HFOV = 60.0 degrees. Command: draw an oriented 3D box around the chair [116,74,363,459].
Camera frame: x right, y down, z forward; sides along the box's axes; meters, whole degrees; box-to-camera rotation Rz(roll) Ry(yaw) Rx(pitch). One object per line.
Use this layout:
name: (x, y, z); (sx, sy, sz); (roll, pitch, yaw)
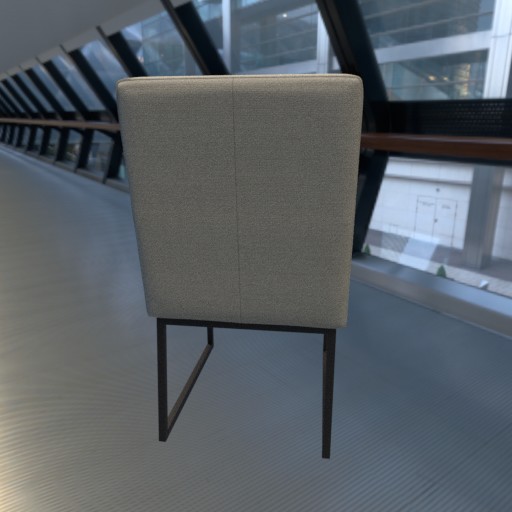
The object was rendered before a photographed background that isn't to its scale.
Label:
chair: (0.000, 0.000, 1.294); (0.520, 0.930, 0.634); (2, 16, 8)
